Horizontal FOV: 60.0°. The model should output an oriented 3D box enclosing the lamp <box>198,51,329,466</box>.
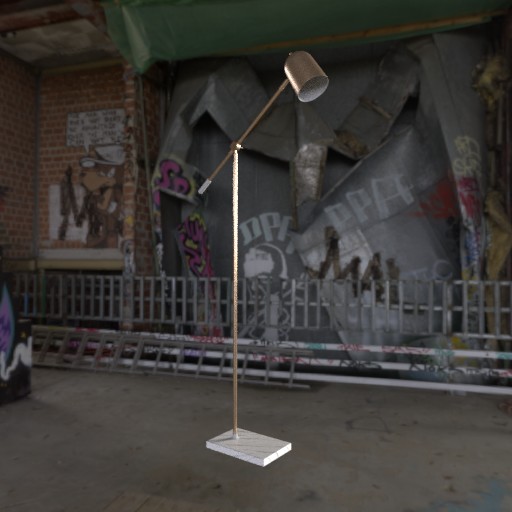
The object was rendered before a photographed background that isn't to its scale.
[{"bbox_3d":[0.000,0.000,1.829,0.653,1.594,0.194,-1,-2,37],"label":"lamp"}]
